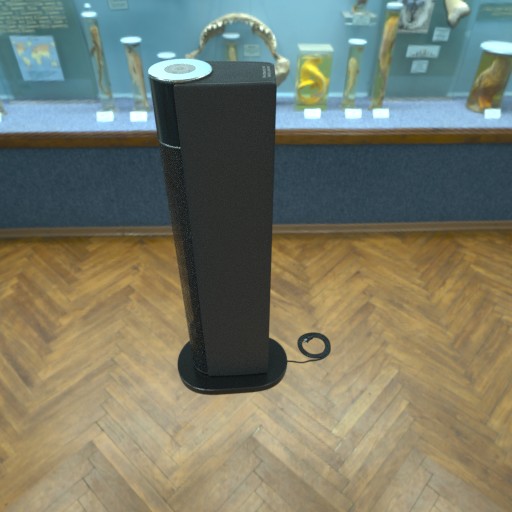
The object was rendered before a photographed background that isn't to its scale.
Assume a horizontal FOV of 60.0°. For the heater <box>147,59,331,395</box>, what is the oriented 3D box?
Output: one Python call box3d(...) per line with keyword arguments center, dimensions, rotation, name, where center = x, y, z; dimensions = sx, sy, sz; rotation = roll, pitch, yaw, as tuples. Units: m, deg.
box3d(center=(0.000, 0.000, 1.040), dimensions=(0.458, 0.856, 0.214), rotation=(0, 41, 0), name="heater")
